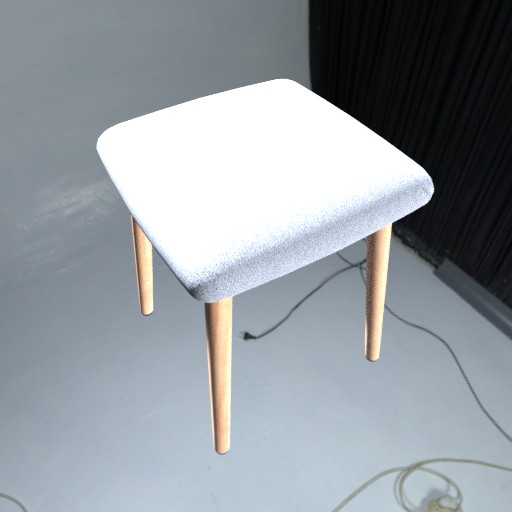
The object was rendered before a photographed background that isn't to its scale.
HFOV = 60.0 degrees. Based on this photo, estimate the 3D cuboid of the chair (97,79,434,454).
[{"bbox_3d":[0.000,0.000,0.712,0.350,0.440,0.350,-24,51,-21],"label":"chair"}]
